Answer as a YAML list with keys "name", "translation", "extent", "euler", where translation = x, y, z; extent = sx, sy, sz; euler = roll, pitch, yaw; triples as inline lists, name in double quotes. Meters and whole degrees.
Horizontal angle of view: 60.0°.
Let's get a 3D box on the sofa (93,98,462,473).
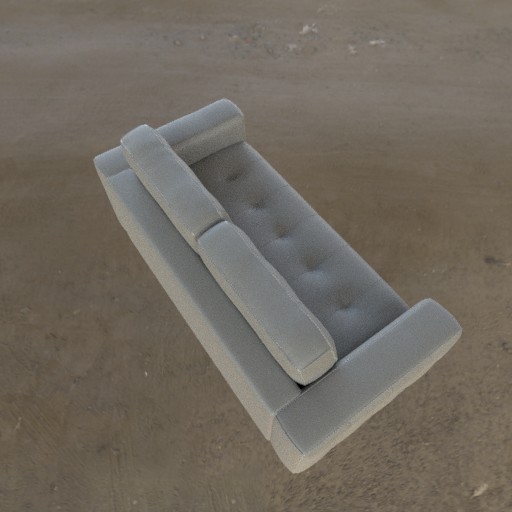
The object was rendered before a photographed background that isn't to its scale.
- name: "sofa"
  translation: [0.000, 0.000, 2.126]
  extent: [0.833, 0.892, 1.726]
  euler: [-31, 63, -18]
